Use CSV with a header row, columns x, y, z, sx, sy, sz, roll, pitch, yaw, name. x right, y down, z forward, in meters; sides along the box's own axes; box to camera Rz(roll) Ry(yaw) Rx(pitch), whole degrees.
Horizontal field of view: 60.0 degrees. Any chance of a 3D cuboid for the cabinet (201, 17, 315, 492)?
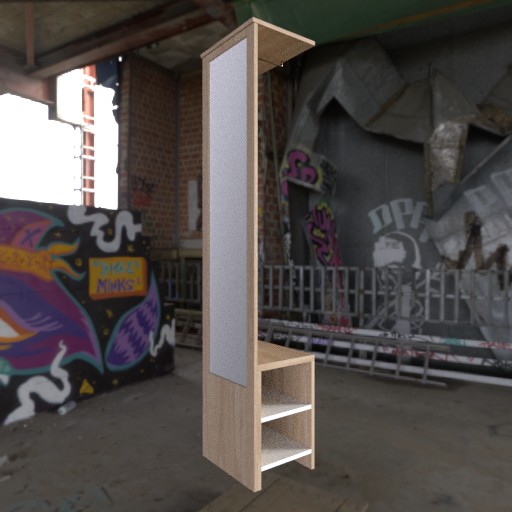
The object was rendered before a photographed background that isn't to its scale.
x,y,z,sx,sy,sz,roll,pitch,yaw,name
0.000,0.000,2.007,0.338,1.879,0.411,0,0,-37,cabinet
